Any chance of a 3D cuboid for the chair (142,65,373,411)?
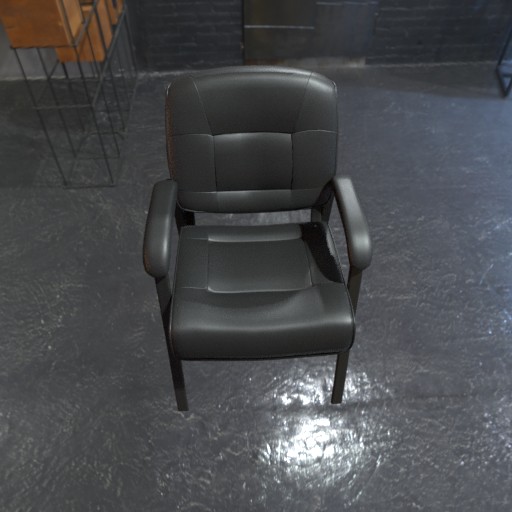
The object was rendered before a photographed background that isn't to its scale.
[{"bbox_3d":[0.000,0.000,1.352,0.591,0.910,0.668,-2,46,-2],"label":"chair"}]
